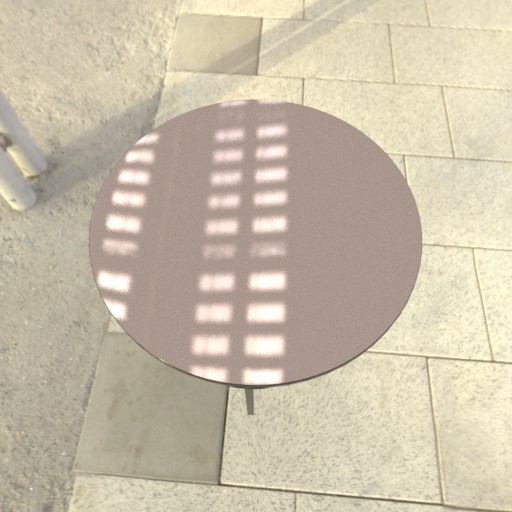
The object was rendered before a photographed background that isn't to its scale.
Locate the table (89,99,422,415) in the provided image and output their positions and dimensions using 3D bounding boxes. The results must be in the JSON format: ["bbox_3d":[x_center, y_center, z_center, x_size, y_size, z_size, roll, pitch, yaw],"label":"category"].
[{"bbox_3d":[0.000,0.000,1.253,0.800,0.400,0.800,0,62,0],"label":"table"}]
